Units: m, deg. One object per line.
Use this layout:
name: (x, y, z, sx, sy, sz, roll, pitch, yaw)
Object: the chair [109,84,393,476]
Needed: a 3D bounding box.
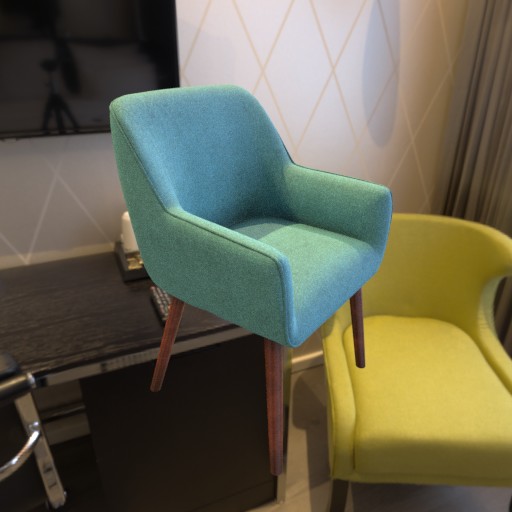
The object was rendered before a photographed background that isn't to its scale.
chair: (0.000, 0.000, 1.160, 0.519, 0.803, 0.543, 18, 31, 32)
